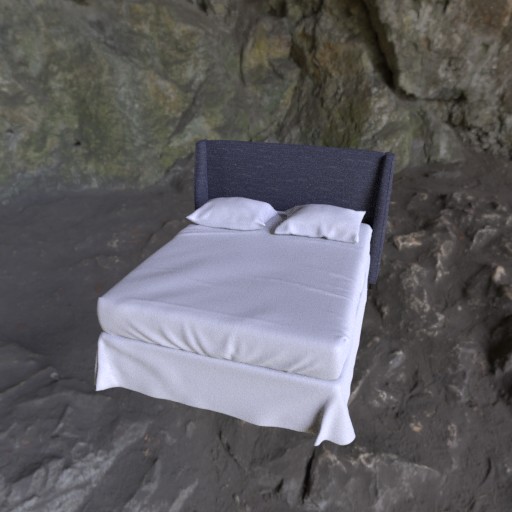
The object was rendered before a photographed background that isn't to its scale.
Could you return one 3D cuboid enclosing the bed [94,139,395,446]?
[{"bbox_3d":[0.000,0.000,3.563,1.925,1.332,2.276,8,28,16],"label":"bed"}]
